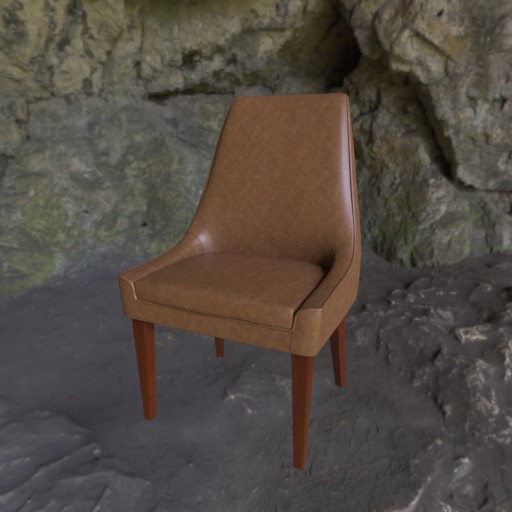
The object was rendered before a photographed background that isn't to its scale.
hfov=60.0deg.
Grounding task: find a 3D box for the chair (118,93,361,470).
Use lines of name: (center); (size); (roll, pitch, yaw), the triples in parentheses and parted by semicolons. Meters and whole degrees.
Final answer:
chair: (0.000, 0.000, 1.210); (0.529, 0.861, 0.544); (7, 17, 24)
